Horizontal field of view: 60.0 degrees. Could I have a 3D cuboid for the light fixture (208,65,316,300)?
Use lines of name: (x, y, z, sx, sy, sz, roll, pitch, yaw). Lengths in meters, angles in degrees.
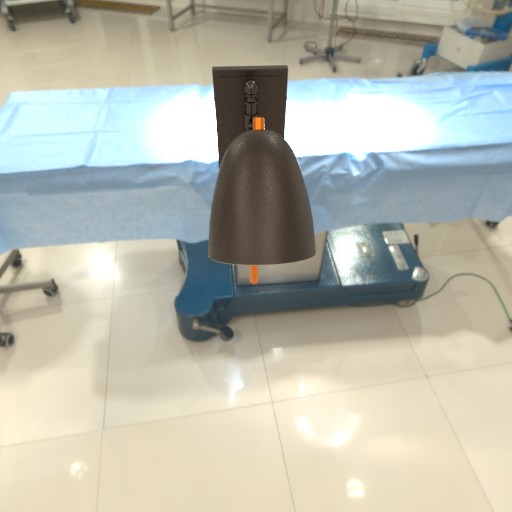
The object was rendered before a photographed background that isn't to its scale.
light fixture: (0.000, 0.000, 0.933, 0.162, 0.715, 0.499, -2, 45, -2)
